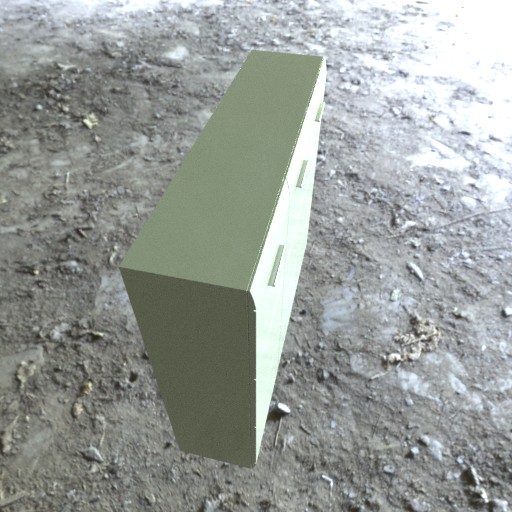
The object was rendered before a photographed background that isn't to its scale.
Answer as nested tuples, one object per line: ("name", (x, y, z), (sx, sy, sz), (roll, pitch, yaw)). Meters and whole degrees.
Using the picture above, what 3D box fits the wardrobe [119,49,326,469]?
("wardrobe", (0.000, 0.000, 1.921), (0.360, 1.200, 1.340), (10, 47, 9))
